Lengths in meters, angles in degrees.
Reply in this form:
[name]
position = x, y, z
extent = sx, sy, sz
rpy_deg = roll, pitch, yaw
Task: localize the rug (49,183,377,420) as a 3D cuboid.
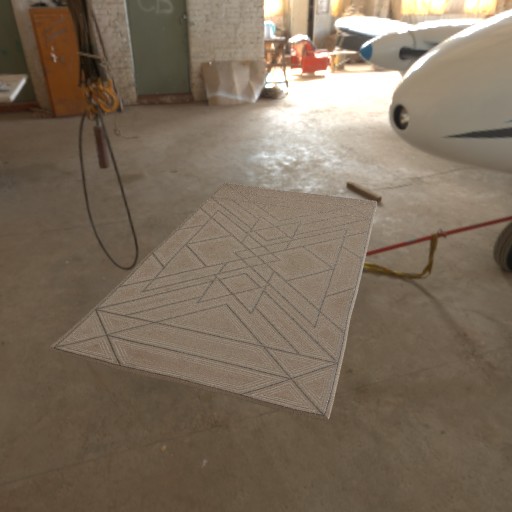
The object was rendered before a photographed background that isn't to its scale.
[rug]
position = 0.000, 0.000, 1.088
extent = 0.511, 0.008, 0.869
rpy_deg = 9, 32, 15
